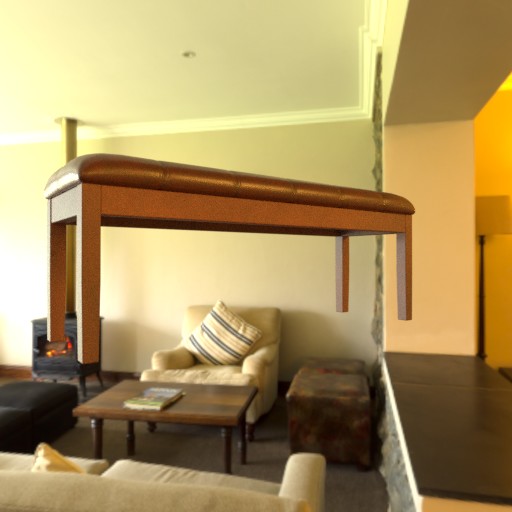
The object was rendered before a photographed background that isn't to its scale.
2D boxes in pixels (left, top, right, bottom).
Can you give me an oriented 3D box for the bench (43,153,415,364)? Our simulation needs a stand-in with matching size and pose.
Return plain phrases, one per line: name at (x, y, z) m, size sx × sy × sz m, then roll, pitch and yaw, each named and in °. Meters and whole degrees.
bench at (0.000, 0.000, 1.497) m, size 1.259 × 0.491 × 0.401 m, roll 0°, pitch -1°, yaw -36°
